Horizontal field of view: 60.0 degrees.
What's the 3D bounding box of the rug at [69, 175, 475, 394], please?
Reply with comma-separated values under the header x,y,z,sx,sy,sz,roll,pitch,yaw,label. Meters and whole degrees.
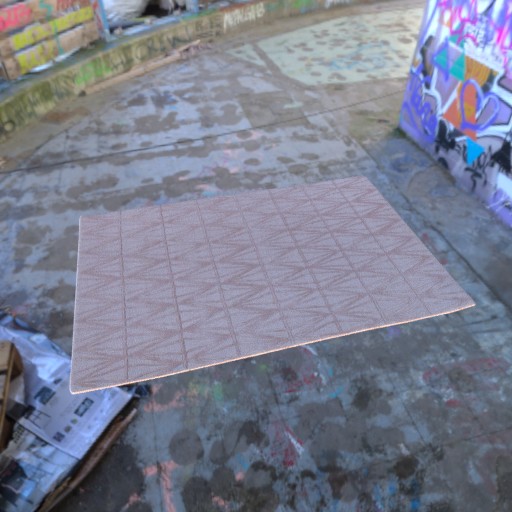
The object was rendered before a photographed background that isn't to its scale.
x,y,z,sx,sy,sz,roll,pitch,yaw,label
0.000,0.000,2.354,1.837,0.025,1.230,-10,42,-11,rug
